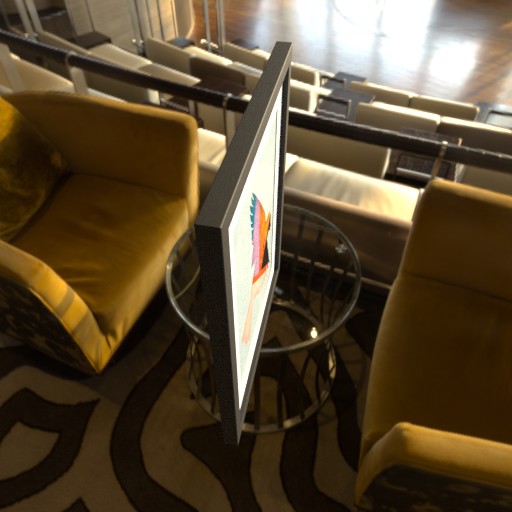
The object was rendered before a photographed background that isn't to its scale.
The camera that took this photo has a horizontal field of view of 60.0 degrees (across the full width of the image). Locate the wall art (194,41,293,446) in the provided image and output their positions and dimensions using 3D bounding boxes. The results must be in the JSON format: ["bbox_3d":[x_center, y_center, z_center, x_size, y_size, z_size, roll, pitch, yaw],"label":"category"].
[{"bbox_3d":[0.000,0.000,0.782,0.028,0.558,0.457,9,47,8],"label":"wall art"}]
